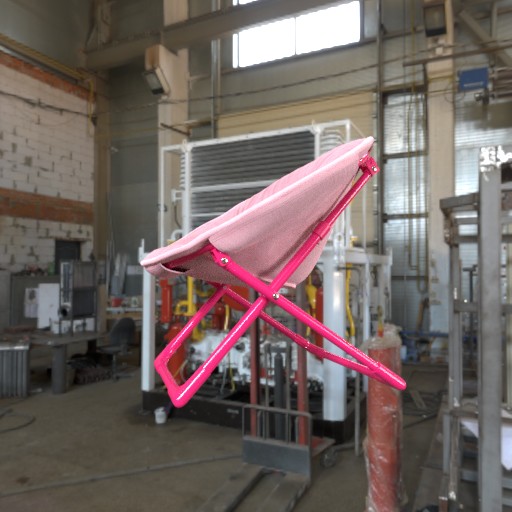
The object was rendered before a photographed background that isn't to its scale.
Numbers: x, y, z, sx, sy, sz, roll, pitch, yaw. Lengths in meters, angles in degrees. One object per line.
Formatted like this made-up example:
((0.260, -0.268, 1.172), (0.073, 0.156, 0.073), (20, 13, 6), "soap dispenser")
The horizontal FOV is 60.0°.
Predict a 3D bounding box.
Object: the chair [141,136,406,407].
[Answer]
((0.000, 0.000, 0.913), (0.459, 0.494, 0.522), (0, -2, -19), "chair")
